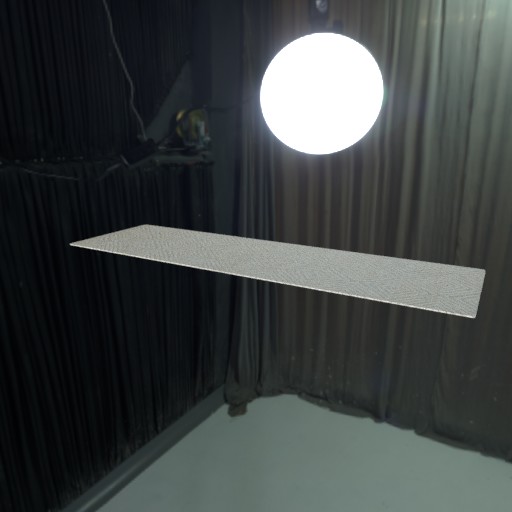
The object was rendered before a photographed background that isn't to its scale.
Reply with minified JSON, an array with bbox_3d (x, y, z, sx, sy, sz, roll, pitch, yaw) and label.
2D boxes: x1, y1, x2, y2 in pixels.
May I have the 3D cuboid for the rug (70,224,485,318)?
[{"bbox_3d":[0.000,0.000,2.489,2.277,0.008,0.676,9,18,28],"label":"rug"}]
